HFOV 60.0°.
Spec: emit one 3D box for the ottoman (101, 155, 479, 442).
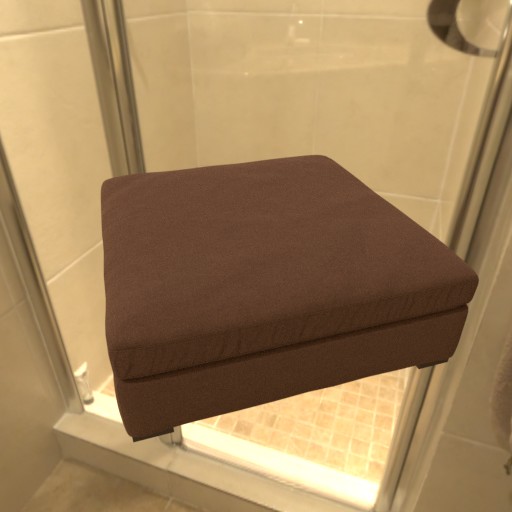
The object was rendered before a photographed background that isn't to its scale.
[{"bbox_3d":[0.000,0.000,1.821,1.181,0.470,1.181,-9,33,-15],"label":"ottoman"}]
